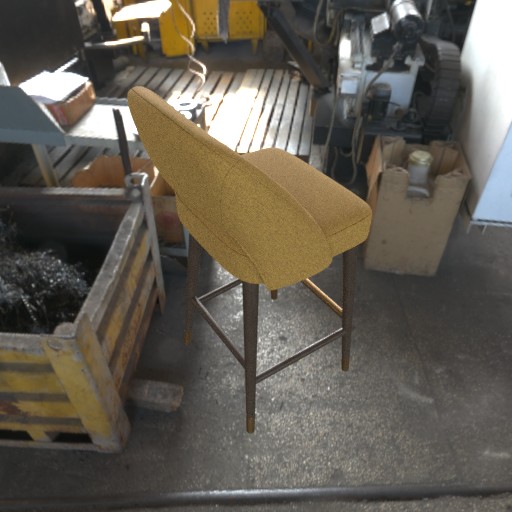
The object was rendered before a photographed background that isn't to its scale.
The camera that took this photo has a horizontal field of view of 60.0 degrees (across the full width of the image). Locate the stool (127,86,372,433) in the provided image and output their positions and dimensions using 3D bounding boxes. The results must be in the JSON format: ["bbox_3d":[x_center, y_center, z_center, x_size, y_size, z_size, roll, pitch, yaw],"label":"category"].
[{"bbox_3d":[0.000,0.000,1.325,0.522,1.032,0.536,-24,47,-26],"label":"stool"}]
